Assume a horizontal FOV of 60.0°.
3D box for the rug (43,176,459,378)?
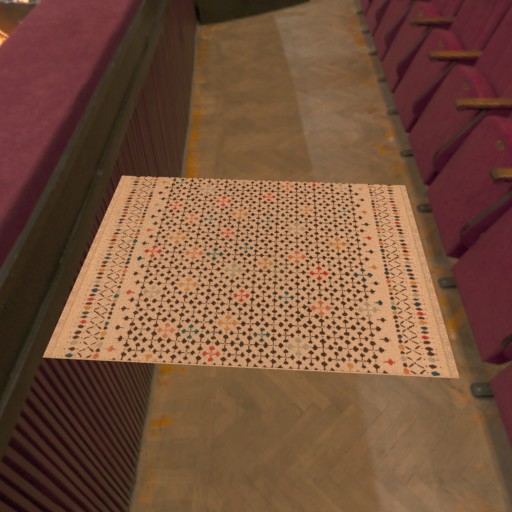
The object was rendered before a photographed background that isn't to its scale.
[{"bbox_3d":[0.000,0.000,2.045,1.556,0.006,1.146,2,47,2],"label":"rug"}]
